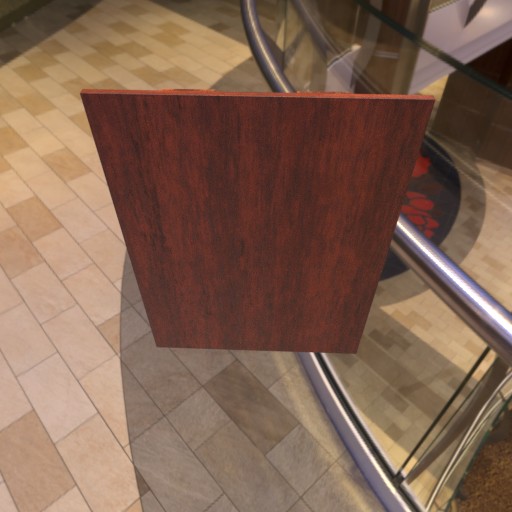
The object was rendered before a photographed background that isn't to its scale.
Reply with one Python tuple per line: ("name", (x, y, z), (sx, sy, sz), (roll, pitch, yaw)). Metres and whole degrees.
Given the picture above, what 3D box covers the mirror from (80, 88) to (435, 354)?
("mirror", (0.000, 0.000, 1.046), (0.600, 0.805, 0.021), (2, 47, 2))
